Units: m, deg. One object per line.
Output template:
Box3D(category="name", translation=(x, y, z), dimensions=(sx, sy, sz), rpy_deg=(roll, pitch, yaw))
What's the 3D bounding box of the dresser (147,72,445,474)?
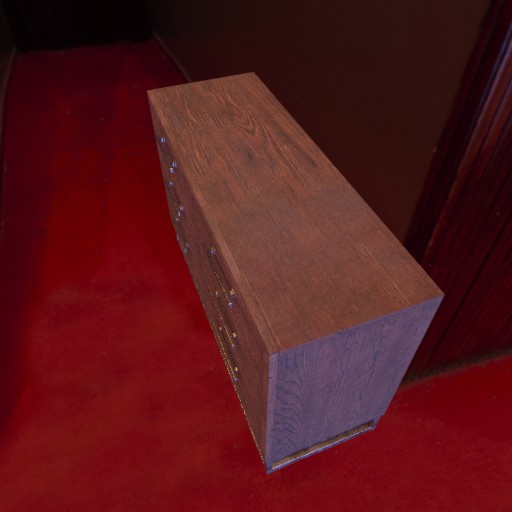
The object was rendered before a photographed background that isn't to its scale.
Box3D(category="dresser", translation=(0.000, 0.000, 2.209), dimensions=(0.623, 1.061, 1.646), rpy_deg=(-16, 49, -14))
